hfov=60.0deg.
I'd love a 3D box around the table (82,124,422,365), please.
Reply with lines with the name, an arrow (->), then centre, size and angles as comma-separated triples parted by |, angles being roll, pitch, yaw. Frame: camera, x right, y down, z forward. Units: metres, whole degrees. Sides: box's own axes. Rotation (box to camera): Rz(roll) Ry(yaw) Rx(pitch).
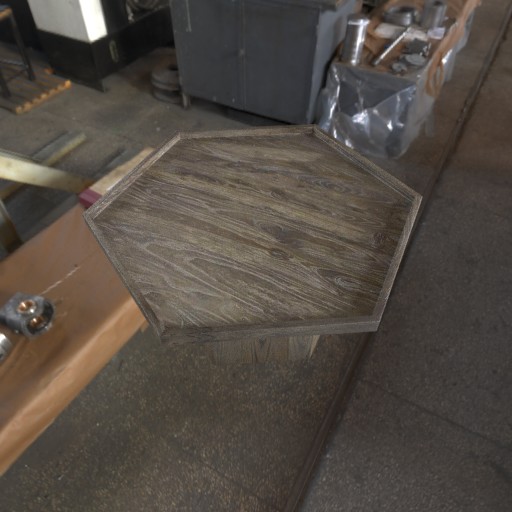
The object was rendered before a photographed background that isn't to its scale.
table -> 0.000, 0.000, 1.626 | 1.115, 0.488, 0.966 | -3, 47, -3
